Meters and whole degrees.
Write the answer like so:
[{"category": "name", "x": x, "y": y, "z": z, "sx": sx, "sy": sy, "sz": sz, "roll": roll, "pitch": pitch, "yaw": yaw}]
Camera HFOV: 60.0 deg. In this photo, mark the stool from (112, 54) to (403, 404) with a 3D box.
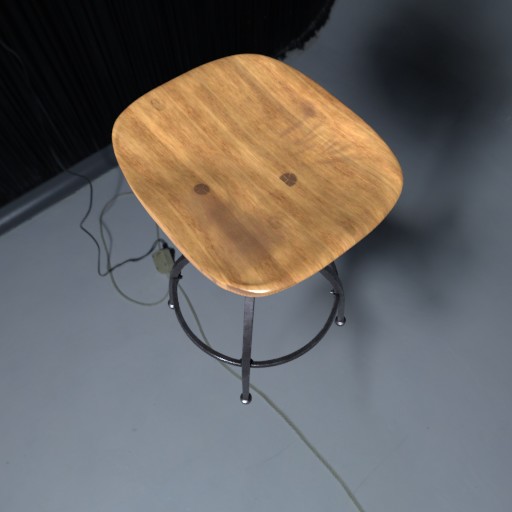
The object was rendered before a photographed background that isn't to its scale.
[{"category": "stool", "x": 0.000, "y": 0.000, "z": 0.989, "sx": 0.424, "sy": 0.694, "sz": 0.432, "roll": -35, "pitch": 67, "yaw": -18}]
